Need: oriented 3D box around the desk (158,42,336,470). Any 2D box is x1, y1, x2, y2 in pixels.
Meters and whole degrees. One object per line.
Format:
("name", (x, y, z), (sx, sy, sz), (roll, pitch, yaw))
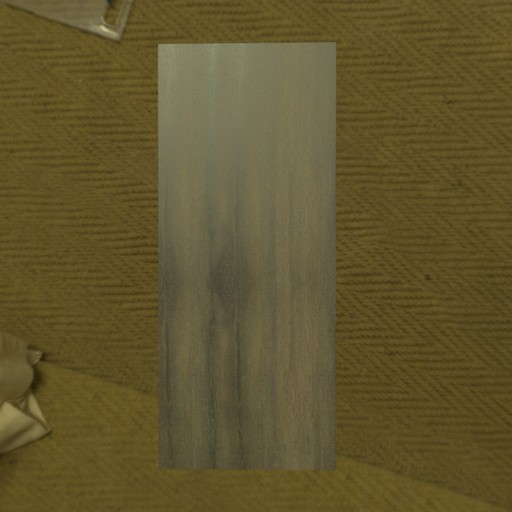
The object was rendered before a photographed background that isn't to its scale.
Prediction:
("desk", (0.000, 0.000, 1.554), (0.511, 0.752, 1.134), (0, 90, 1))
